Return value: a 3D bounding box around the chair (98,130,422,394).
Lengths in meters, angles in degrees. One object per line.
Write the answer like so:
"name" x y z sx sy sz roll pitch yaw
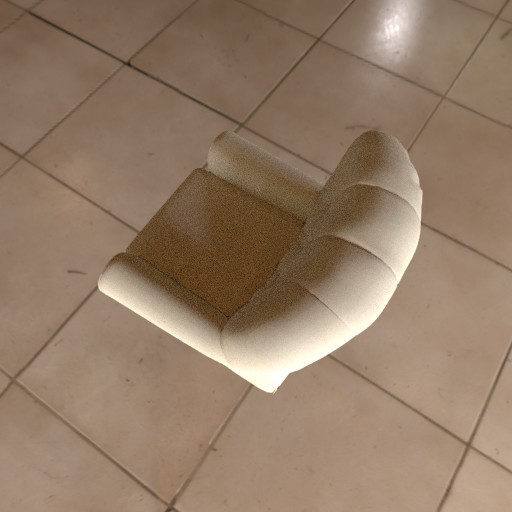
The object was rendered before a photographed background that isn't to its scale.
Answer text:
"chair" 0.000 0.000 2.017 1.132 1.169 1.035 30 69 13
